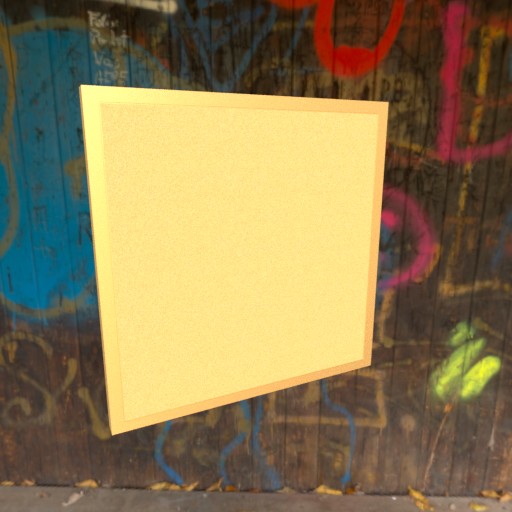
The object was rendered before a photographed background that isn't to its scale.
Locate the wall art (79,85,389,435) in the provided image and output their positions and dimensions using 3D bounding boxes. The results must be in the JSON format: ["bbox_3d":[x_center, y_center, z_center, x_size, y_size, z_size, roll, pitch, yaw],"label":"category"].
[{"bbox_3d":[0.000,0.000,2.819,1.926,1.926,0.099,-7,15,-26],"label":"wall art"}]
